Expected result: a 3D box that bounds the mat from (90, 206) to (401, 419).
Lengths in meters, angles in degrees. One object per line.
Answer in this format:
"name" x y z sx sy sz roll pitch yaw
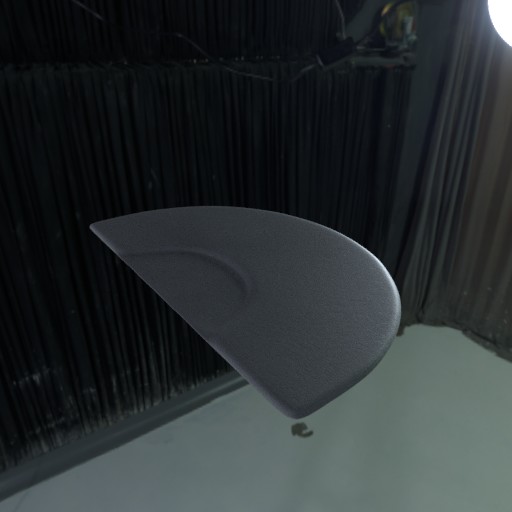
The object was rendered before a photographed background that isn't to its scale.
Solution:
"mat" 0.000 0.000 1.854 0.917 0.016 1.525 -19 33 -32
